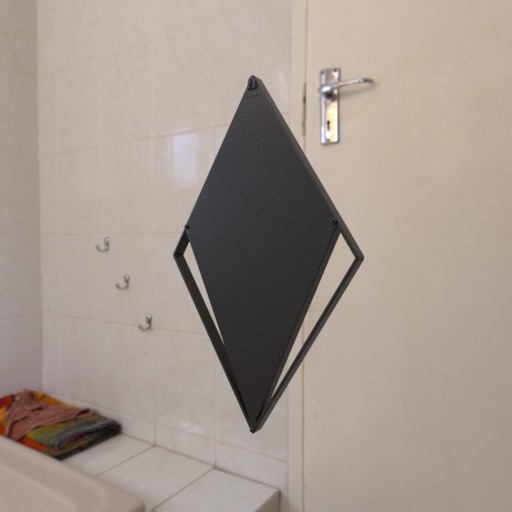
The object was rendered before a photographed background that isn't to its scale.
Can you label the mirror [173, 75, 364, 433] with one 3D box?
[{"bbox_3d":[0.000,0.000,0.848,0.419,0.679,0.032,1,2,34],"label":"mirror"}]
